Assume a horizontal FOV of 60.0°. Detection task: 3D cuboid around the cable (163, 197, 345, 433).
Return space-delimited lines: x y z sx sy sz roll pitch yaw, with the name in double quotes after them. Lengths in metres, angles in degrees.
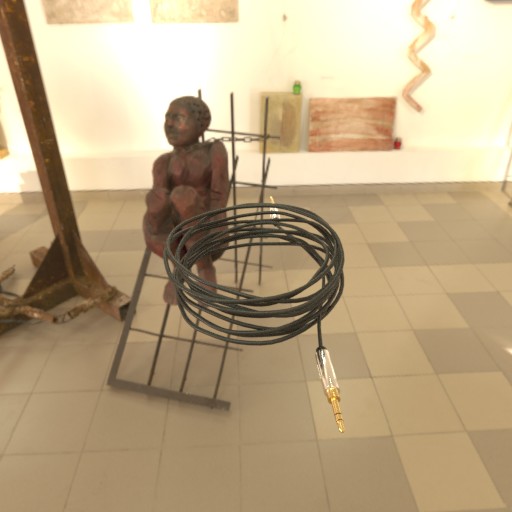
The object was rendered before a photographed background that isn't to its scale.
0.000 0.000 0.504 0.198 0.069 0.432 -2 32 -3 "cable"
